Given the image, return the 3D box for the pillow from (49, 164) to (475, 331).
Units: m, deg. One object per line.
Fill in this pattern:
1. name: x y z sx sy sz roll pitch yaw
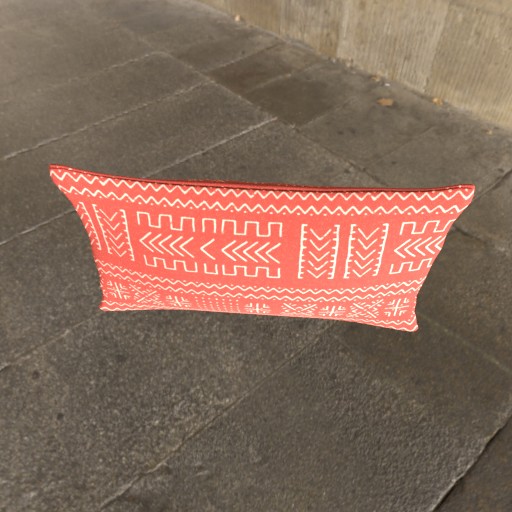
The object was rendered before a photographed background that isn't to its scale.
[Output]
1. pillow: 0.000 0.000 0.777 0.640 0.352 0.130 3 46 3
